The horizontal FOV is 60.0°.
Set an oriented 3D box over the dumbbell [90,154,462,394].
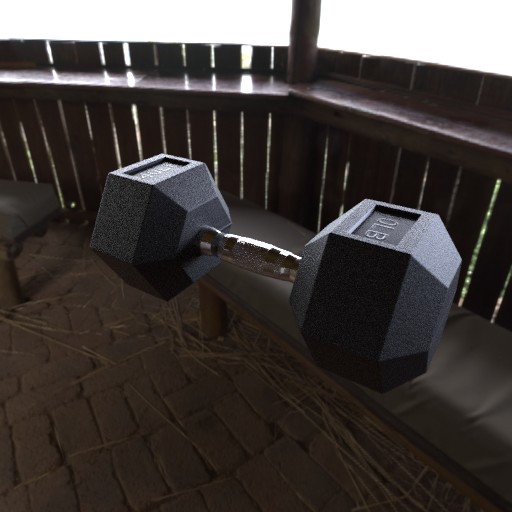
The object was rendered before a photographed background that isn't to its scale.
[{"bbox_3d":[0.000,0.000,0.442,0.361,0.137,0.157,18,35,28],"label":"dumbbell"}]
